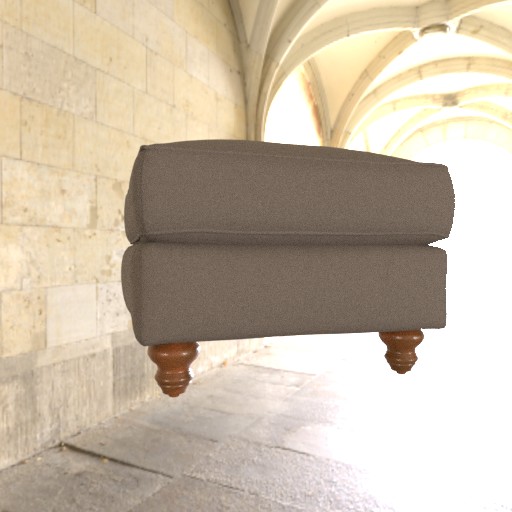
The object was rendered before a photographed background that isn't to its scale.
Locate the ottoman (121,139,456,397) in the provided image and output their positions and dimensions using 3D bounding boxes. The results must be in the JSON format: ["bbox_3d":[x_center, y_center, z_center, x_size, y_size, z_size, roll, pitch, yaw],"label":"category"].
[{"bbox_3d":[0.000,0.000,1.139,0.662,0.505,0.721,0,1,-18],"label":"ottoman"}]
